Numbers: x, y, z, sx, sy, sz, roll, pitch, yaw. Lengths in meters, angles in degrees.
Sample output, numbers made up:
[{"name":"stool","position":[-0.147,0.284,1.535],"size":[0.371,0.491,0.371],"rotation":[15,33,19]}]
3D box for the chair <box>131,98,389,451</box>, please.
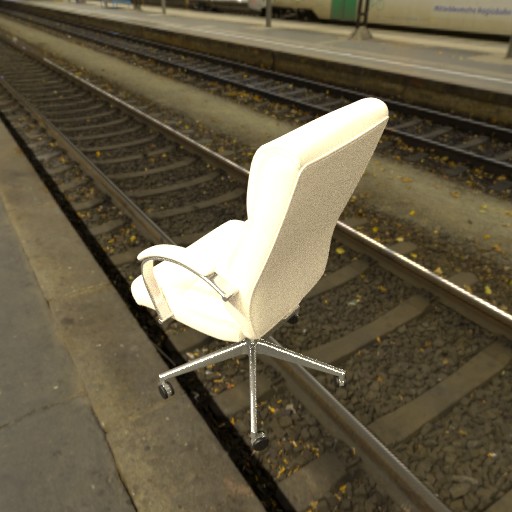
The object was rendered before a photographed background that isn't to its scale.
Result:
[{"name":"chair","position":[0.000,0.000,1.601],"size":[0.745,1.099,0.727],"rotation":[20,37,29]}]
